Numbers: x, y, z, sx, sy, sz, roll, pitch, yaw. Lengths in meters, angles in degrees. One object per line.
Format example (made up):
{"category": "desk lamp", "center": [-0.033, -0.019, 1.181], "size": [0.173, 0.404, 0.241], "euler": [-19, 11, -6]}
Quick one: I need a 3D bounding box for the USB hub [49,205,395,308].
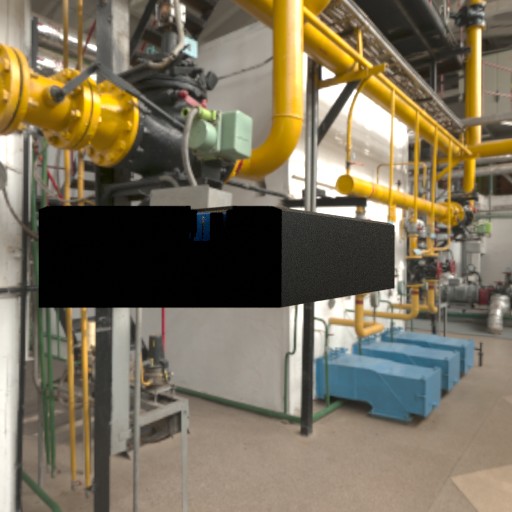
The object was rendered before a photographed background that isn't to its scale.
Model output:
{"category": "USB hub", "center": [0.000, 0.000, 0.129], "size": [0.044, 0.023, 0.110], "euler": [0, 0, 38]}
